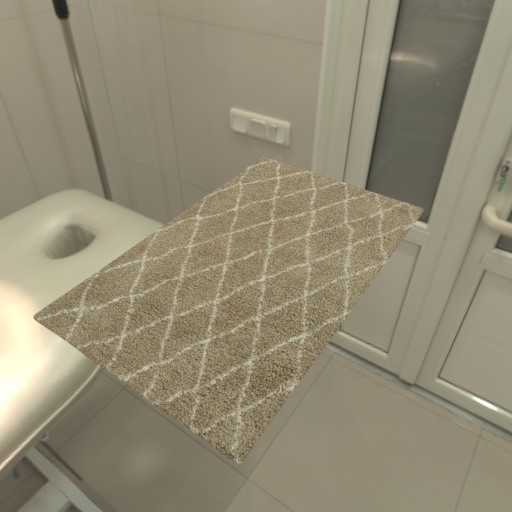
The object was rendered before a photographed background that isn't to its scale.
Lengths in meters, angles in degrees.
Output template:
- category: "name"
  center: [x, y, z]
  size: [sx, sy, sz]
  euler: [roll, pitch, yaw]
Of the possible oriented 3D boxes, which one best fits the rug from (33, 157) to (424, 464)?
- category: "rug"
  center: [0.000, 0.000, 3.047]
  size: [1.524, 0.030, 2.438]
  euler: [24, 46, 26]
